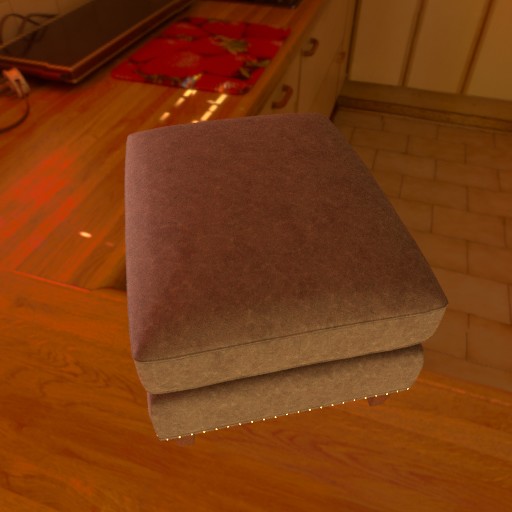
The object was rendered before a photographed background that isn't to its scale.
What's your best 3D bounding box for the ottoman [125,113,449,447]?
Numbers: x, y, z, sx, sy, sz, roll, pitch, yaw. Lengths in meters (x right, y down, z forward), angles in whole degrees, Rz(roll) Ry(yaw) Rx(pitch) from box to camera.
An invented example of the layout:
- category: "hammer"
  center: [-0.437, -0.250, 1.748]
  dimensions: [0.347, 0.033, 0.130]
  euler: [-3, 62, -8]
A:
- category: "ottoman"
  center: [0.000, 0.000, 1.131]
  dimensions: [0.584, 0.513, 0.741]
  euler: [-9, 46, -8]
